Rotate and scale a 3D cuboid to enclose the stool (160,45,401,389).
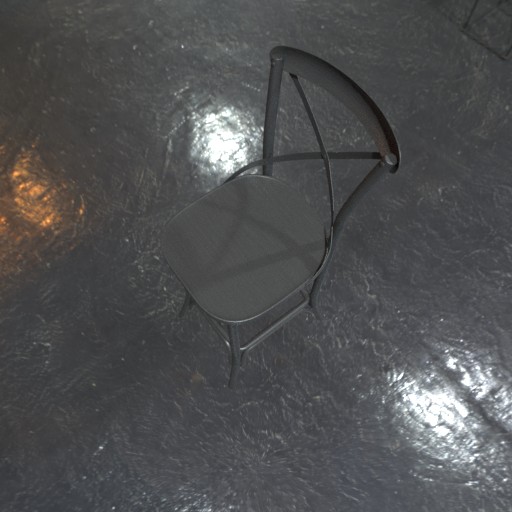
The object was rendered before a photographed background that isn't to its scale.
[{"bbox_3d":[0.000,0.000,1.480,0.584,1.168,0.457,-34,69,-15],"label":"stool"}]
